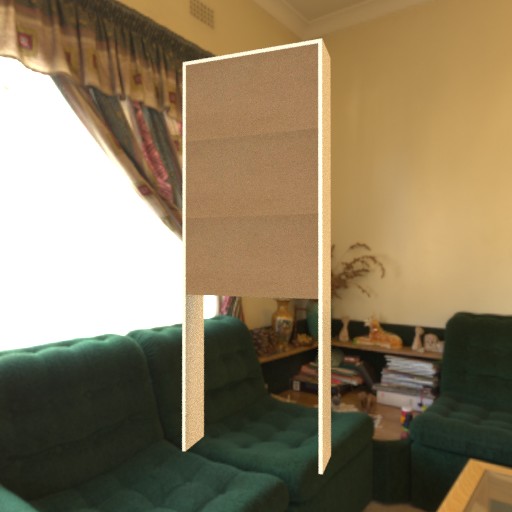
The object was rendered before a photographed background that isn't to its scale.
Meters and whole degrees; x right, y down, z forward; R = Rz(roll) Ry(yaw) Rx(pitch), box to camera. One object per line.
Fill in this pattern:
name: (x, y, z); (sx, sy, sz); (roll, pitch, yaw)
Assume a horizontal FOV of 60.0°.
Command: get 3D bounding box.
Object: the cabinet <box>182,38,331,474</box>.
cabinet: (0.000, 0.000, 2.000); (0.643, 1.770, 0.192); (0, 0, 20)
